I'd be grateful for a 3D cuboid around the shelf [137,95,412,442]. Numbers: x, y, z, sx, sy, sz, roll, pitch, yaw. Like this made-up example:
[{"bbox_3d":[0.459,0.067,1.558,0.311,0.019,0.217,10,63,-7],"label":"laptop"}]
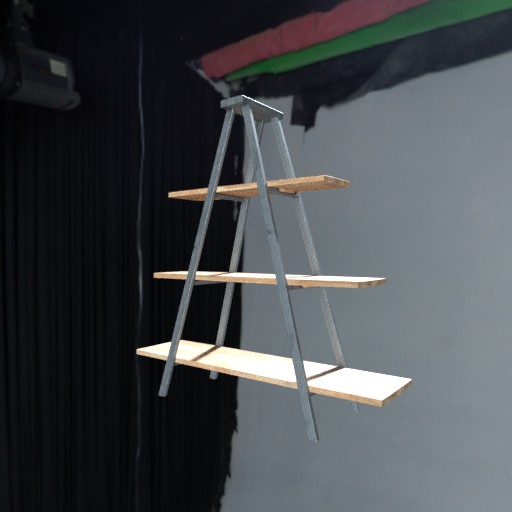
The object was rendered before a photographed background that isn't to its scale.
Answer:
[{"bbox_3d":[0.000,0.000,2.694,1.746,1.808,0.508,0,1,37],"label":"shelf"}]
